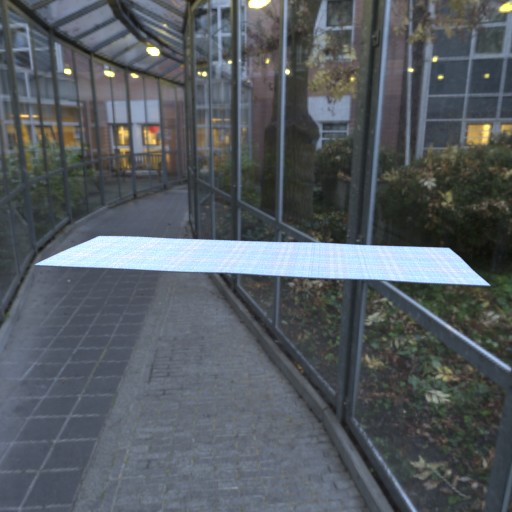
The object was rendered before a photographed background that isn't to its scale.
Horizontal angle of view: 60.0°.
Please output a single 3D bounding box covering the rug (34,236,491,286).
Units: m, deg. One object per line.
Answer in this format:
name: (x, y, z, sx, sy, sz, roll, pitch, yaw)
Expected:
rug: (0.000, 0.000, 2.709, 2.439, 0.013, 0.762, 2, 15, 8)
